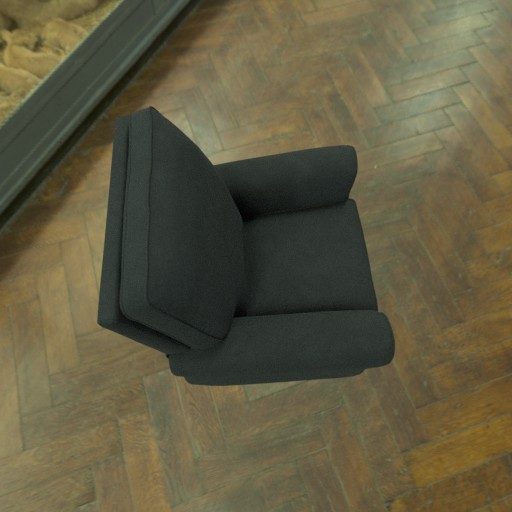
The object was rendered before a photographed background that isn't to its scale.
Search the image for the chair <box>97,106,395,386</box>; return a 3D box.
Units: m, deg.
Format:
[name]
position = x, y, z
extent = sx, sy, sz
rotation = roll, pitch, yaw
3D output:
[chair]
position = 0.000, 0.000, 1.658
extent = 0.878, 0.961, 0.890
rotation = -4, 64, -2
